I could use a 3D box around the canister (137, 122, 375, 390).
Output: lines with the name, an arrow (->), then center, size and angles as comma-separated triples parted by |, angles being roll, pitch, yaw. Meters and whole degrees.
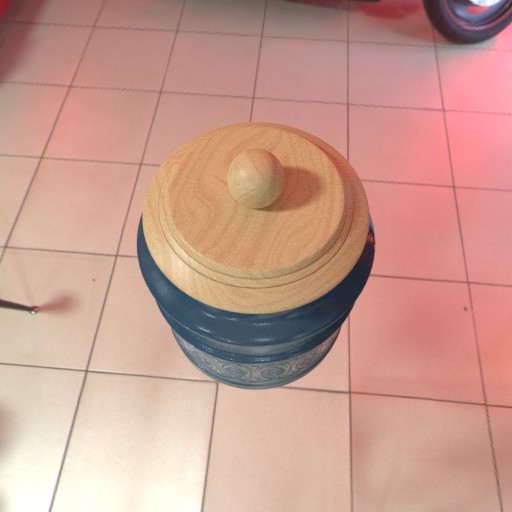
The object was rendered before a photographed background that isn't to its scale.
canister -> 0.000, 0.000, 0.268 | 0.130, 0.176, 0.130 | 0, 62, 0
